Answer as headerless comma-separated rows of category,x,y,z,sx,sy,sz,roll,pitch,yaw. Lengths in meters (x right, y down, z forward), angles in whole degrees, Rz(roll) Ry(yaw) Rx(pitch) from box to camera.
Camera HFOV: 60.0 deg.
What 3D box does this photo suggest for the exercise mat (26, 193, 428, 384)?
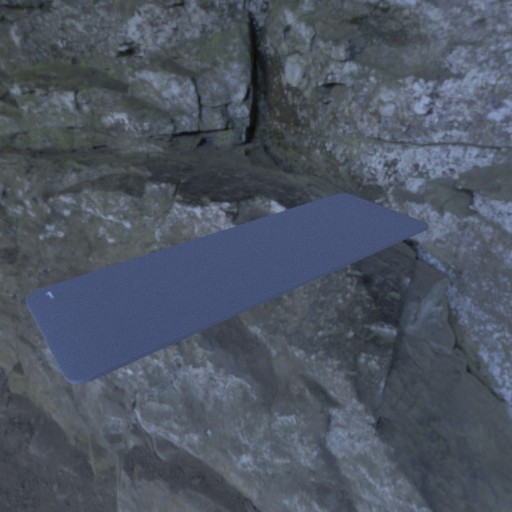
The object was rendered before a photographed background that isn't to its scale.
exercise mat,0.000,0.000,2.050,1.884,0.021,0.616,-20,35,-32
